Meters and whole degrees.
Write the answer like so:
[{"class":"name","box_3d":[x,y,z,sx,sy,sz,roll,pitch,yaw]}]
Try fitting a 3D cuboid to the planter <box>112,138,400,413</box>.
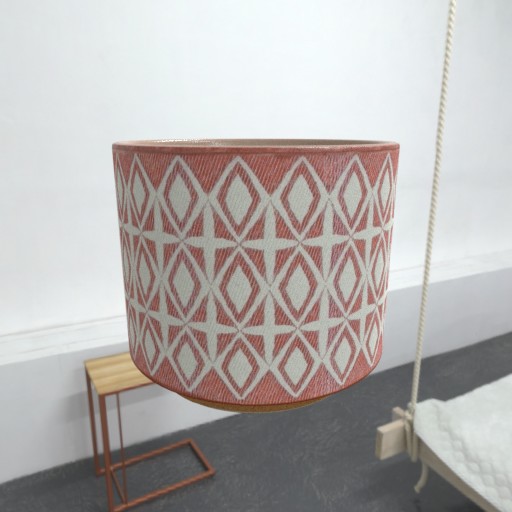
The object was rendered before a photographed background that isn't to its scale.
[{"class":"planter","box_3d":[0.000,0.000,0.472,0.273,0.237,0.273,0,16,0]}]
